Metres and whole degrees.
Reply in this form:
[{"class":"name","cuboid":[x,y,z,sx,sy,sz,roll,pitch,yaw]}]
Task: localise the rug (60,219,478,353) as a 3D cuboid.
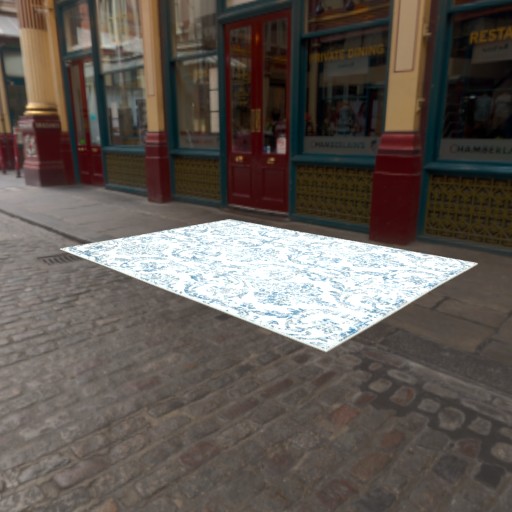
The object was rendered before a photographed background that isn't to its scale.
[{"class":"rug","cuboid":[0.000,0.000,2.852,2.197,0.014,1.586,14,20,42]}]
